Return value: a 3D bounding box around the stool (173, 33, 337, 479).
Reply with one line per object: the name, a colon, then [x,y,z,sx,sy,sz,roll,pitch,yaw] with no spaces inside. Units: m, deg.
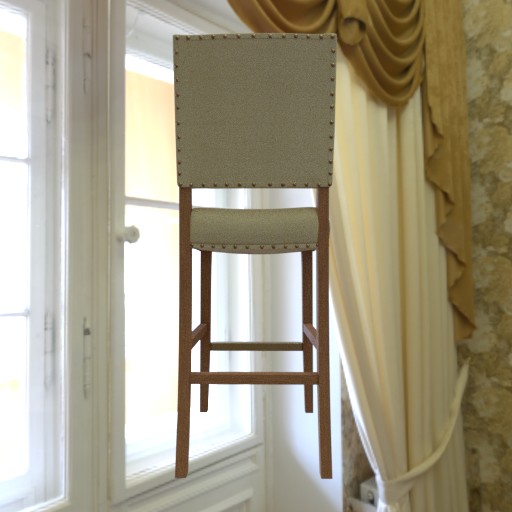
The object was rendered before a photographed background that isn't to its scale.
stool: [0.000,0.000,1.426,0.445,1.168,0.584,0,-1,1]
